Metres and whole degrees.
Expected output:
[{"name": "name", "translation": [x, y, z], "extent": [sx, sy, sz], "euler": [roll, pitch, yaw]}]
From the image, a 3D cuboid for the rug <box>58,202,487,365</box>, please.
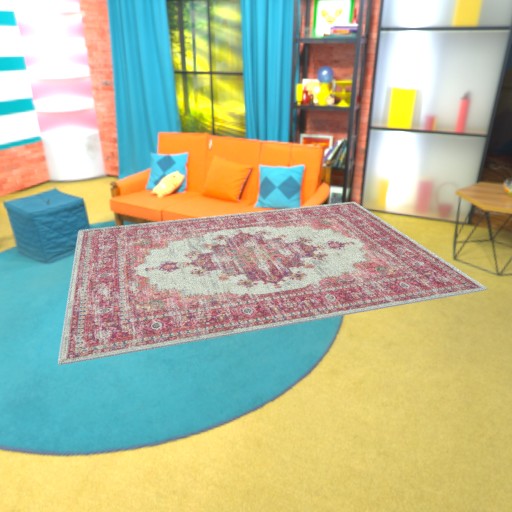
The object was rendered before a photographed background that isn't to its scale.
[{"name": "rug", "translation": [0.000, 0.000, 2.845], "extent": [2.232, 0.011, 1.555], "euler": [-7, 27, -15]}]
